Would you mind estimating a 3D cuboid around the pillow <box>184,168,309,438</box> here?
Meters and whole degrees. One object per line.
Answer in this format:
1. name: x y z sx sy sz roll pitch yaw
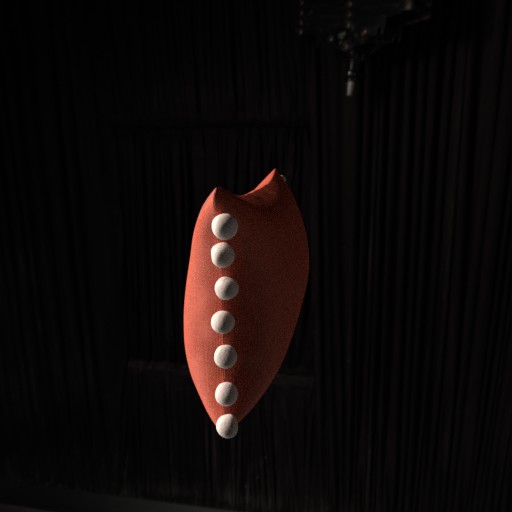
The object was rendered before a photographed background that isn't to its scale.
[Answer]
1. pillow: 0.000 0.000 0.846 0.201 0.322 0.709 2 14 8
